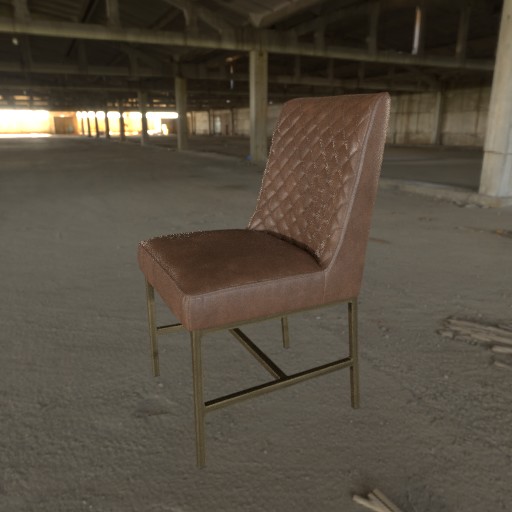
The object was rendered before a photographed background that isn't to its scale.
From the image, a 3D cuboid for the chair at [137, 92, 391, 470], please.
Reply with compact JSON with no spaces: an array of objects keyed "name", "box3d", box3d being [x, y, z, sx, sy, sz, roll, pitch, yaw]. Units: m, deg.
[{"name":"chair","box3d":[0.000,0.000,1.274,0.587,0.889,0.508,-8,18,-25]}]
